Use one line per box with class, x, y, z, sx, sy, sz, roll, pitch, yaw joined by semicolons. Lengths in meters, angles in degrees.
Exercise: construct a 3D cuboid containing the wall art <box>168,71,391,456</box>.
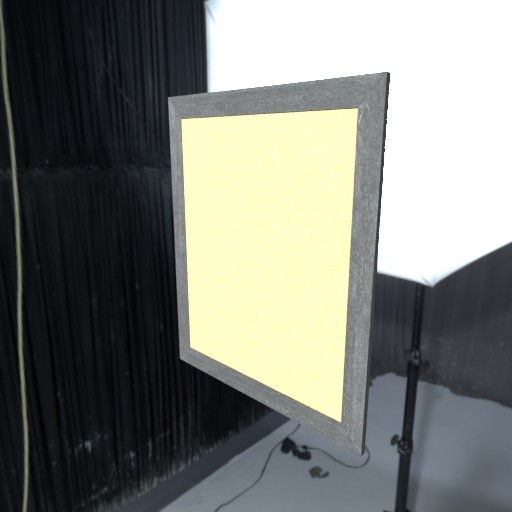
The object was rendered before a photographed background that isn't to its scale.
wall art;0.000;0.000;0.798;0.476;0.570;0.013;13;19;42
